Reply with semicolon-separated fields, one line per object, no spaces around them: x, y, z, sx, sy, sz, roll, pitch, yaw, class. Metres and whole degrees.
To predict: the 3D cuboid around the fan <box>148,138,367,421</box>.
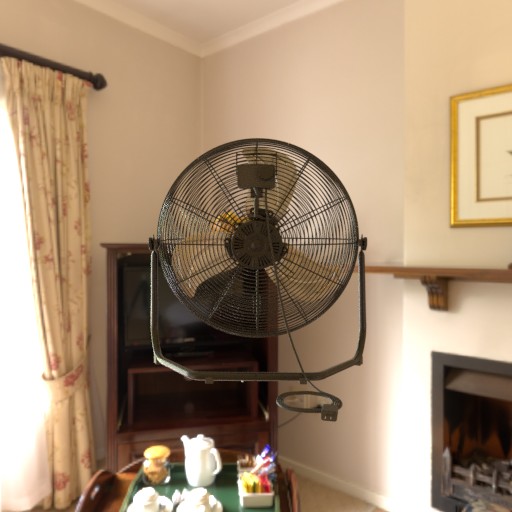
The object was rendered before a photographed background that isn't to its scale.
0.000;0.000;0.937;0.555;0.546;0.424;0;0;1;fan
